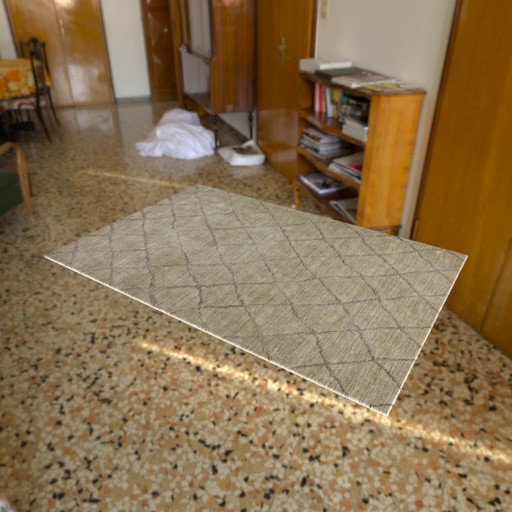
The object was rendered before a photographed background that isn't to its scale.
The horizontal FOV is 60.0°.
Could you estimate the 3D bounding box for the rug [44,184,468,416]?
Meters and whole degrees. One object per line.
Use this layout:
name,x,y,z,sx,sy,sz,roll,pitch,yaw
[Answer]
rug,0.000,0.000,2.869,2.280,0.015,1.521,19,35,29
